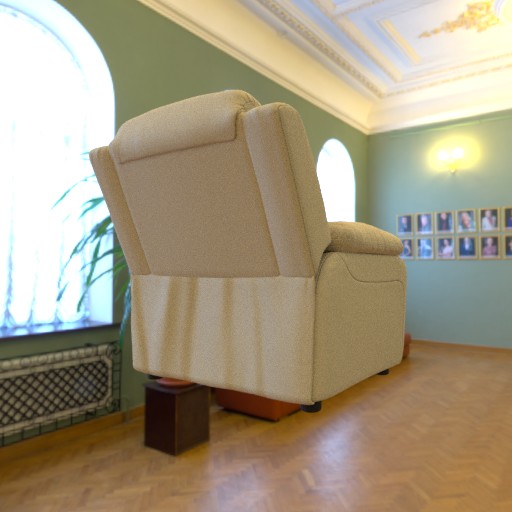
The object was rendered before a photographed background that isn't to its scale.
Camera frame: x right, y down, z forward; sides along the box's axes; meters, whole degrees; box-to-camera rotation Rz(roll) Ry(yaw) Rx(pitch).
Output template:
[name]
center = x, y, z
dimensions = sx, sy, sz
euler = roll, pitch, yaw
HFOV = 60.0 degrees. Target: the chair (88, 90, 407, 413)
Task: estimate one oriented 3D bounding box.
[chair]
center = 0.000, 0.000, 1.258
dimensions = 0.680, 0.702, 0.709
euler = -1, -2, 35
